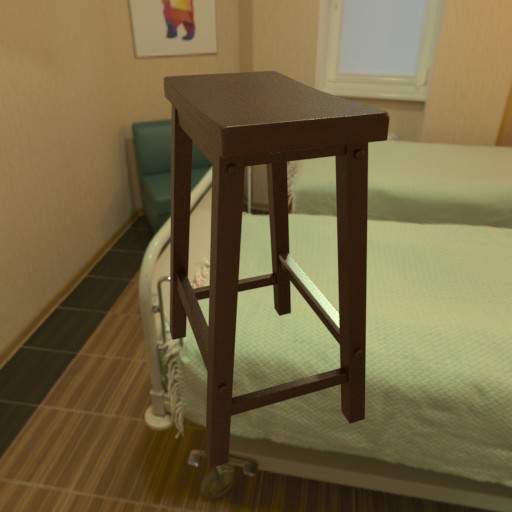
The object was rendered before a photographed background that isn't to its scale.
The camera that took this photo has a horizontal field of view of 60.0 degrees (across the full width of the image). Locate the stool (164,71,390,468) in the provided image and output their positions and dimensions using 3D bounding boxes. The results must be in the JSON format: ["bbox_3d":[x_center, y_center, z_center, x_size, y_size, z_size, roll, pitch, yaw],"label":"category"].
[{"bbox_3d":[0.000,0.000,0.861,0.322,0.610,0.406,-10,32,-17],"label":"stool"}]
